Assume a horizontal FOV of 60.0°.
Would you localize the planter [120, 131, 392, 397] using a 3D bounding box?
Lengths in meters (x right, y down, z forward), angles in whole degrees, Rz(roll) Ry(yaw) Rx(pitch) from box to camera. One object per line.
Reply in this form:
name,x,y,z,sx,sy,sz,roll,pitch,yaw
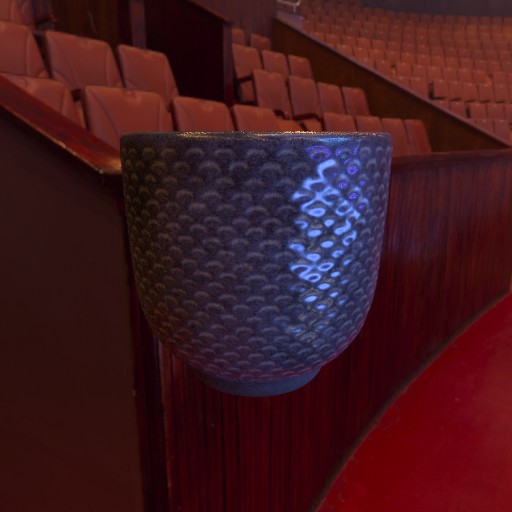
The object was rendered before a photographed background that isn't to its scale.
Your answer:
planter,0.000,0.000,0.355,0.197,0.191,0.197,0,15,0
